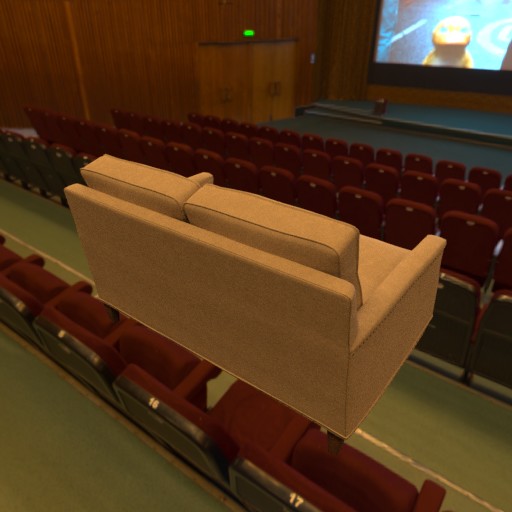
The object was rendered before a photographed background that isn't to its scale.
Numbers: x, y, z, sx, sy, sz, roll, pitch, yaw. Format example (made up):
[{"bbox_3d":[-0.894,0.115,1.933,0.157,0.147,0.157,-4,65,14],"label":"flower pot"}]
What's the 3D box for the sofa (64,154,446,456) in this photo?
[{"bbox_3d":[0.000,0.000,2.253,1.597,1.002,1.084,21,36,31],"label":"sofa"}]
